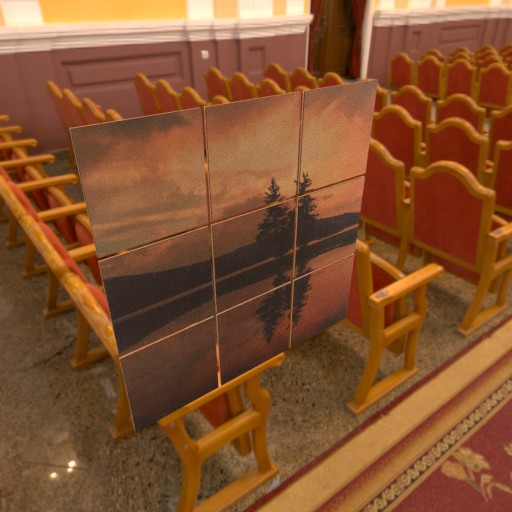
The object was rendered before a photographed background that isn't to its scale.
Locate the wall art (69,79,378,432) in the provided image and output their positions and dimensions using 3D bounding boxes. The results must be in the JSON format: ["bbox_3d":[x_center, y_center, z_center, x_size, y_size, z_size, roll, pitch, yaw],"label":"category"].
[{"bbox_3d":[0.000,0.000,2.232,1.520,1.525,0.013,-21,37,-31],"label":"wall art"}]
